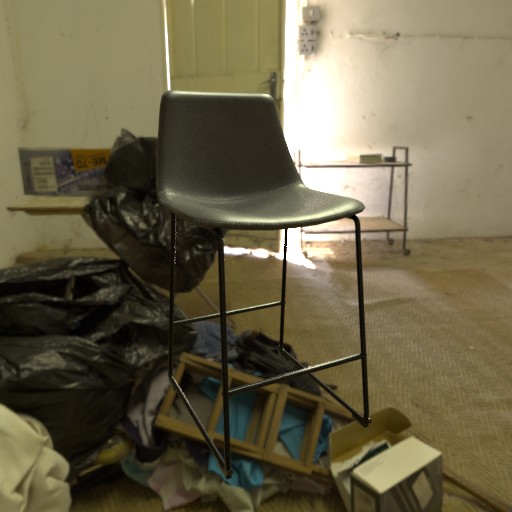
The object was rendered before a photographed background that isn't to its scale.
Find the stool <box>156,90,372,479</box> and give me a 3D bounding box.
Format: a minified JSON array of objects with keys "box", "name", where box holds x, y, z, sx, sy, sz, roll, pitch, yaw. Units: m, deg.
[{"box":[0.000,0.000,1.206,0.470,0.876,0.546,-8,18,-26],"name":"stool"}]
